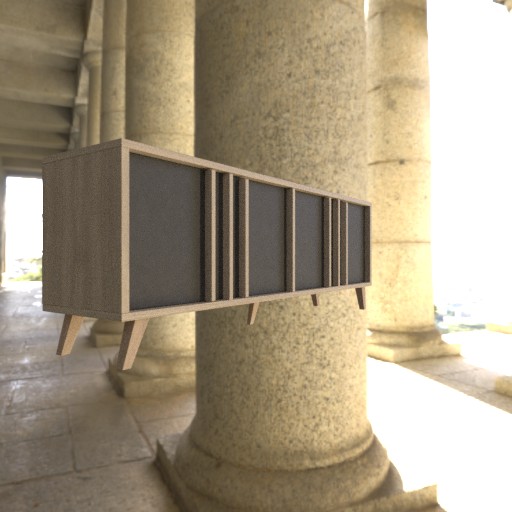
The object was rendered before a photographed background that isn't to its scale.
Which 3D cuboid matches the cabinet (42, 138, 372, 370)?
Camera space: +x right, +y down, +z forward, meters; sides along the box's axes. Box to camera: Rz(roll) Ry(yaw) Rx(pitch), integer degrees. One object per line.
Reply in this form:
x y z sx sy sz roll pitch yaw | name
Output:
0.000 0.000 2.496 0.499 0.779 2.198 0 0 36 | cabinet
